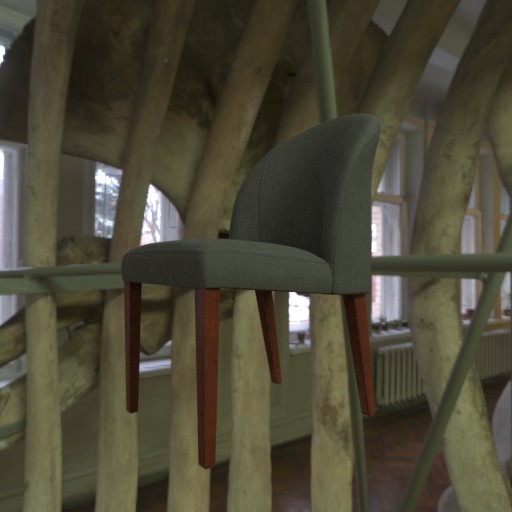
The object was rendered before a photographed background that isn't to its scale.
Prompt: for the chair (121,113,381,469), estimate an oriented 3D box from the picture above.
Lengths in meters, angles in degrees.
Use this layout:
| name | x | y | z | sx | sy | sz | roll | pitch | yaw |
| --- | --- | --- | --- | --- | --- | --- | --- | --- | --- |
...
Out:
| name | x | y | z | sx | sy | sz | roll | pitch | yaw |
| --- | --- | --- | --- | --- | --- | --- | --- | --- | --- |
| chair | 0.000 | 0.000 | 1.244 | 0.619 | 0.879 | 0.506 | 1 | -1 | -36 |
